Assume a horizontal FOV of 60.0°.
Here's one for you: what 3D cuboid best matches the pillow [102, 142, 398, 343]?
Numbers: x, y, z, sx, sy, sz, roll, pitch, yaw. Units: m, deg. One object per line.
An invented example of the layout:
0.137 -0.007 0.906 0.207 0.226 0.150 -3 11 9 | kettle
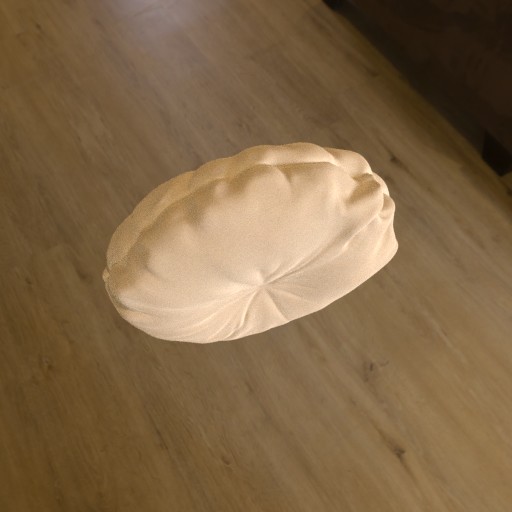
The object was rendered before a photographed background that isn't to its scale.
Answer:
0.000 0.000 0.648 0.428 0.407 0.148 -15 64 -7 | pillow
